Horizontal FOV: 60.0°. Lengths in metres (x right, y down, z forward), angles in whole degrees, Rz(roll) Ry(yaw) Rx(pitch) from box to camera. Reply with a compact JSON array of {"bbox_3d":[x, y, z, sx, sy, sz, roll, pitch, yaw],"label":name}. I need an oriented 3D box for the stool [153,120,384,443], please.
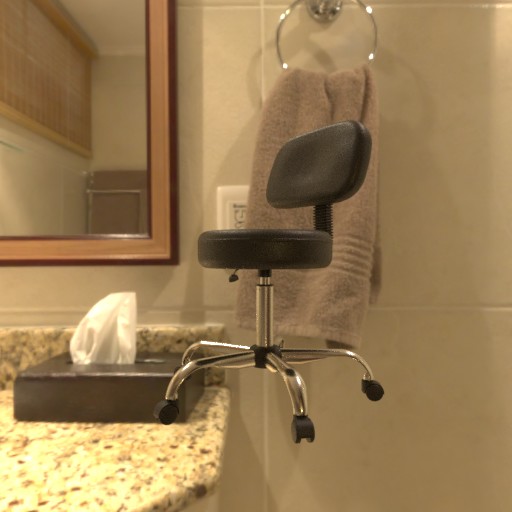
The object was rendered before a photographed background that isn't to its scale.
[{"bbox_3d":[0.000,0.000,1.328,0.648,0.862,0.673,0,0,-38],"label":"stool"}]
